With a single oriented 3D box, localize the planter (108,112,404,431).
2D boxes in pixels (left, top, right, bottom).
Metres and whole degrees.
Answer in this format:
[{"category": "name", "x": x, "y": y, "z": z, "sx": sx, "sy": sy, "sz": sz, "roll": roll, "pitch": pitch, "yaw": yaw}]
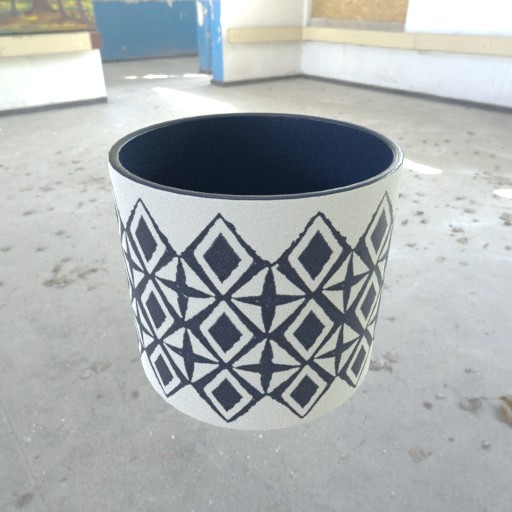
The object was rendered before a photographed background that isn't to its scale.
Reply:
[{"category": "planter", "x": 0.000, "y": 0.000, "z": 0.396, "sx": 0.224, "sy": 0.203, "sz": 0.224, "roll": 0, "pitch": 30, "yaw": 0}]
